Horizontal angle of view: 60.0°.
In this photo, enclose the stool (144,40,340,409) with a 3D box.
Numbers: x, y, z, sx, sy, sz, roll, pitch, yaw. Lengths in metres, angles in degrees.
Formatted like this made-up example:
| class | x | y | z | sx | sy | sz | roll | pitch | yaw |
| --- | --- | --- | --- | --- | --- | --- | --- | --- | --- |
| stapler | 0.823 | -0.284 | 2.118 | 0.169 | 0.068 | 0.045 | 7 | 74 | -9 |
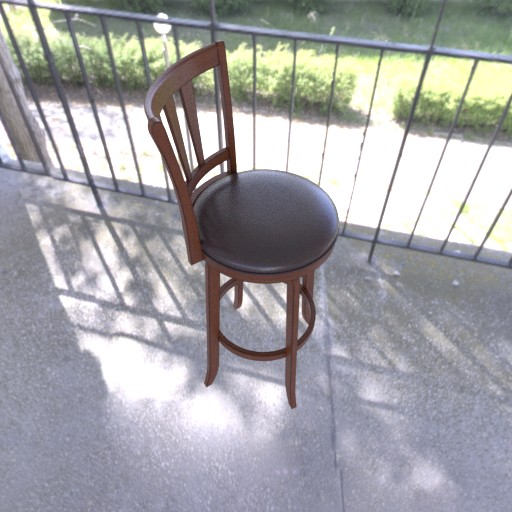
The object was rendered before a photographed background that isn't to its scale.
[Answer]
| class | x | y | z | sx | sy | sz | roll | pitch | yaw |
| --- | --- | --- | --- | --- | --- | --- | --- | --- | --- |
| stool | 0.000 | 0.000 | 1.462 | 0.503 | 1.177 | 0.464 | 11 | 48 | 10 |
